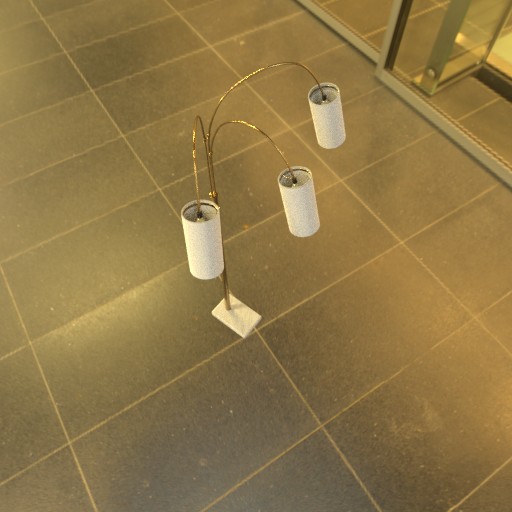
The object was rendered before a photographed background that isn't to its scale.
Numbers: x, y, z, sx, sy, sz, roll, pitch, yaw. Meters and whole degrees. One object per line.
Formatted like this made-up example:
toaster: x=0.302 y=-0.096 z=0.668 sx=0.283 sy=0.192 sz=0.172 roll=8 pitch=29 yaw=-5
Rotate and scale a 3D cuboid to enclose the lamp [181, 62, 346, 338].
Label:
lamp: x=0.000 y=0.000 z=2.437 sx=0.667 sy=2.055 sz=1.020 roll=33 pitch=64 yaw=19
